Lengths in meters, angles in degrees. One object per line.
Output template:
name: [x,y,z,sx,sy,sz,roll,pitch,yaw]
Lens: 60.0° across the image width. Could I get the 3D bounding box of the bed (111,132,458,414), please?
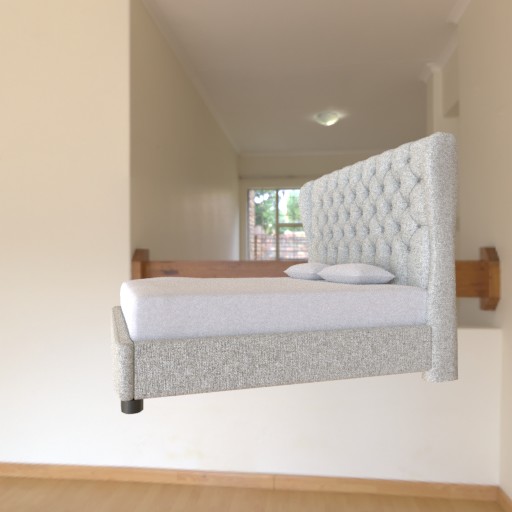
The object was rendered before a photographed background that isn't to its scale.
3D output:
bed: [0.000,0.000,3.803,2.347,1.771,2.219,0,-1,-19]
